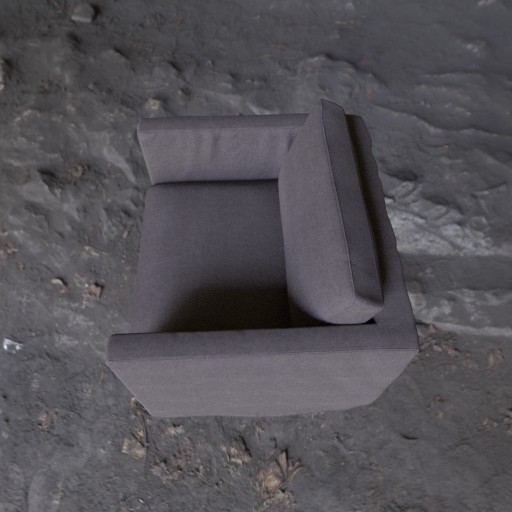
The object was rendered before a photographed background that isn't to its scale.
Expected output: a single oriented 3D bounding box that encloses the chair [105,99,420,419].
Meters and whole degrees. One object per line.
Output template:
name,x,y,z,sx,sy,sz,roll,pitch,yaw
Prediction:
chair,0.000,0.000,1.767,0.949,0.863,1.057,-2,58,-1
